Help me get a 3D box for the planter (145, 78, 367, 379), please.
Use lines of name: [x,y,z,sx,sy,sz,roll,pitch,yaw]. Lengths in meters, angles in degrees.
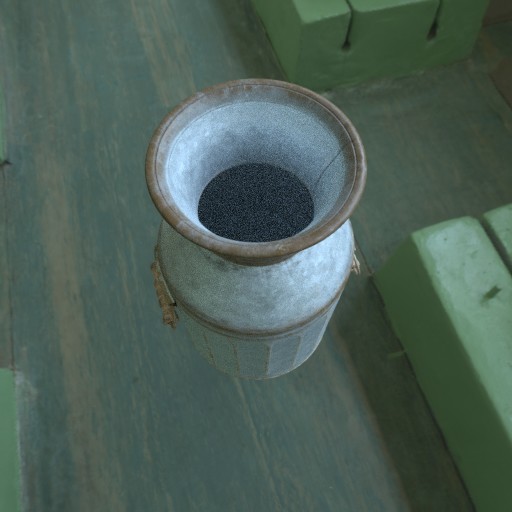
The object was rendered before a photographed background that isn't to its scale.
planter: [0.000,0.000,0.513,0.248,0.358,0.215,-16,65,-8]
